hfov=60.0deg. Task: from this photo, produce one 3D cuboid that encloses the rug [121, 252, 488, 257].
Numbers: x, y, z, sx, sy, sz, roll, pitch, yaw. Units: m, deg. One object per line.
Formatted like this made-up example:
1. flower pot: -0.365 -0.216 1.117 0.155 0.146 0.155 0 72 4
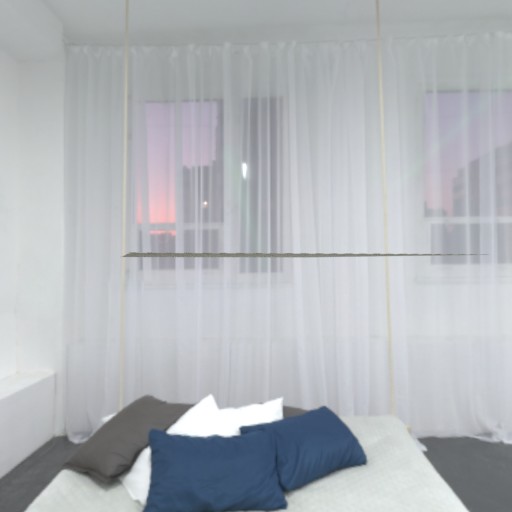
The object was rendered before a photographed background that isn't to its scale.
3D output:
1. rug: 0.000 0.000 4.226 2.439 0.005 3.201 0 -1 -18
